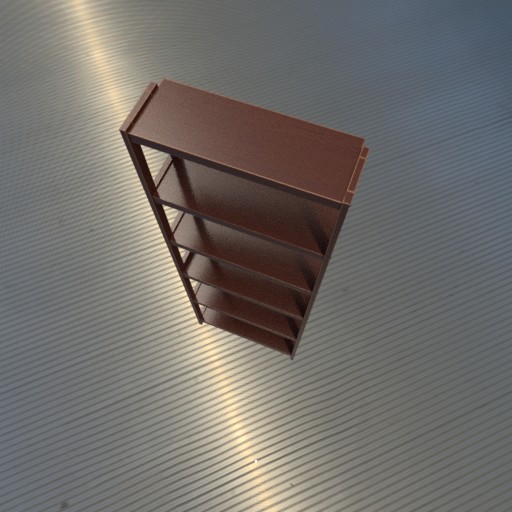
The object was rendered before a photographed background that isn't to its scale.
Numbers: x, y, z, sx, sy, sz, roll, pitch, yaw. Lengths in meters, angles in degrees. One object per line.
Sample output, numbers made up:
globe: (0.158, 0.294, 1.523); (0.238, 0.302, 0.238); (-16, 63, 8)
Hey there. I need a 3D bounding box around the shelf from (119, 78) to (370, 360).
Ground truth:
shelf: (0.000, 0.000, 2.092); (0.660, 1.892, 0.381); (20, 67, 9)
